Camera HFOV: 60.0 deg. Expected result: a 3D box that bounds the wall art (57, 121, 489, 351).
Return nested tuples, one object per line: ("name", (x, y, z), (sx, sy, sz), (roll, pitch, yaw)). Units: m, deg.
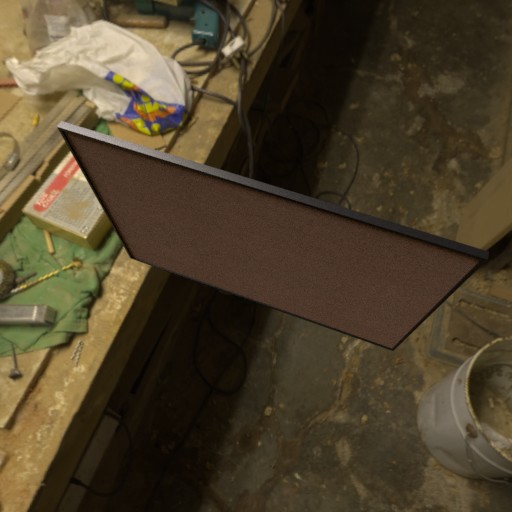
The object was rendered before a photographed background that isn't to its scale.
("wall art", (0.000, 0.000, 1.225), (0.957, 0.660, 0.019), (19, 64, 9))
